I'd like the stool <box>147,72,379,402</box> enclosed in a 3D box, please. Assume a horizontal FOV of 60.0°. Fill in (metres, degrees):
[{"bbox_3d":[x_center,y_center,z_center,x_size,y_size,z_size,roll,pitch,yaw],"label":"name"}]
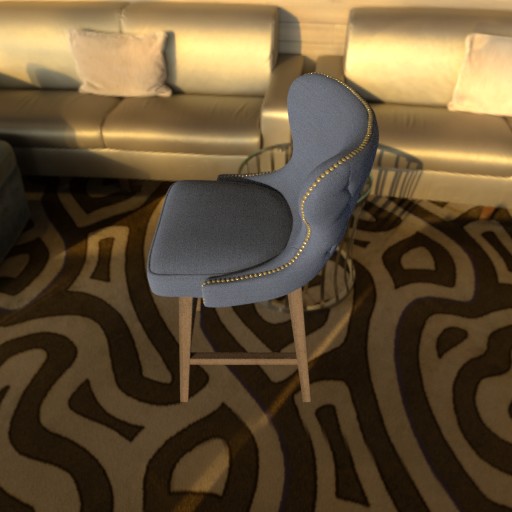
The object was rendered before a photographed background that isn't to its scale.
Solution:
[{"bbox_3d":[0.000,0.000,1.408,0.597,0.972,0.615,0,41,0],"label":"stool"}]
